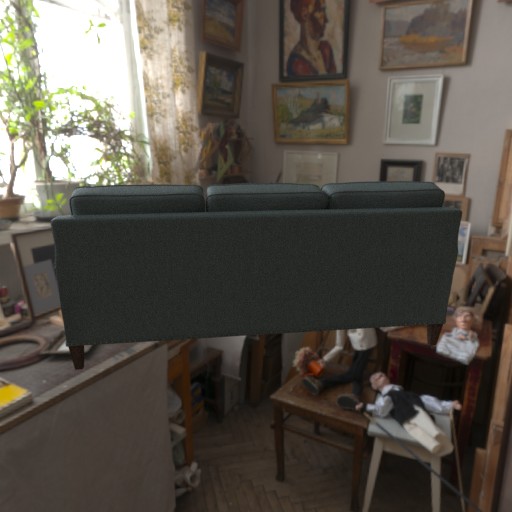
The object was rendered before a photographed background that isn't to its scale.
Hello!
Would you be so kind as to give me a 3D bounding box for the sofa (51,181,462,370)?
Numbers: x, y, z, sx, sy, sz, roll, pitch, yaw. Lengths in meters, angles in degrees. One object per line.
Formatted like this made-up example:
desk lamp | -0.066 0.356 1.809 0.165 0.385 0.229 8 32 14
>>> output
sofa | 0.000 0.000 2.883 2.246 1.003 1.084 -2 15 -8
